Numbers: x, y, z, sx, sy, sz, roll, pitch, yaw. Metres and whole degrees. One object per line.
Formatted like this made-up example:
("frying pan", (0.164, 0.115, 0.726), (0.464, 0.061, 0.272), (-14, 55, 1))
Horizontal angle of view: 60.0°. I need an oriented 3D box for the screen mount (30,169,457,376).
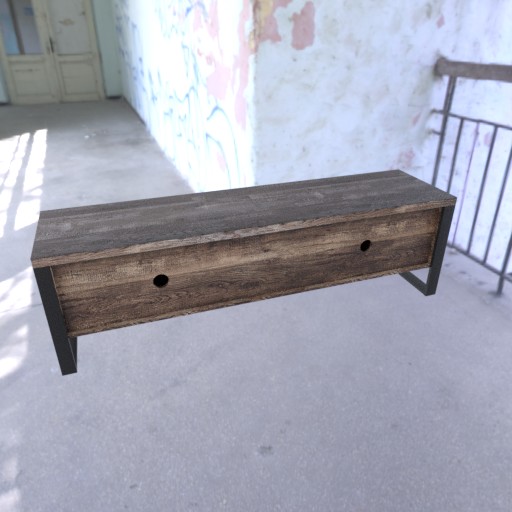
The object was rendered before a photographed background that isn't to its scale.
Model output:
("screen mount", (0.000, 0.000, 1.777), (1.524, 0.450, 0.395), (-9, 30, -17))
